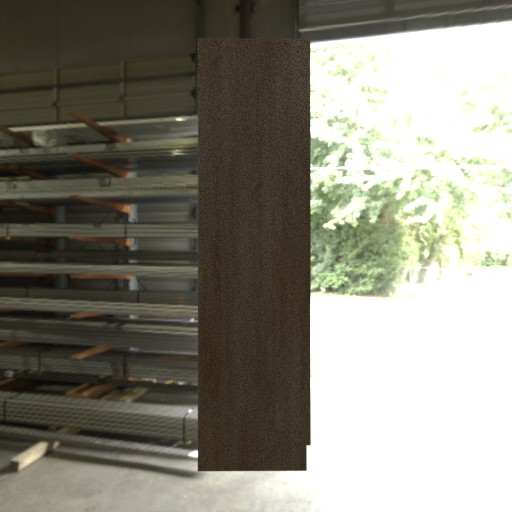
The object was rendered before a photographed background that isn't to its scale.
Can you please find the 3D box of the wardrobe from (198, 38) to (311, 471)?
[{"bbox_3d":[0.000,0.000,3.208,0.598,2.159,1.998,0,0,-1],"label":"wardrobe"}]
